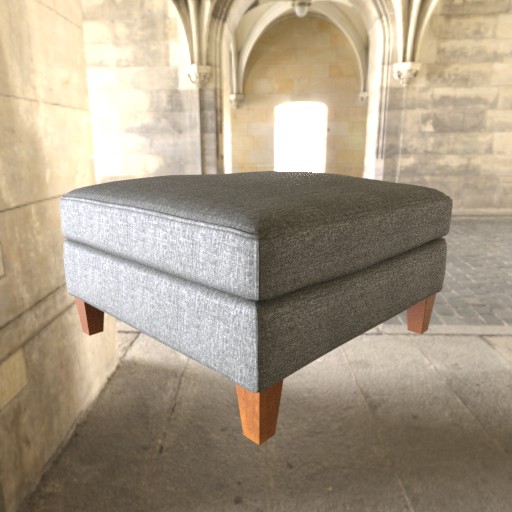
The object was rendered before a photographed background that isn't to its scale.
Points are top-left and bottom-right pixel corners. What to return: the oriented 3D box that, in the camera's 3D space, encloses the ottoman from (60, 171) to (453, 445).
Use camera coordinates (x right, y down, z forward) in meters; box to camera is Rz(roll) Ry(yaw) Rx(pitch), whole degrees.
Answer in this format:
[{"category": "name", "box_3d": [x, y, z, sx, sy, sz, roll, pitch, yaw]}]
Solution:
[{"category": "ottoman", "box_3d": [0.000, 0.000, 1.327, 0.838, 0.481, 0.838, 14, 20, 43]}]
